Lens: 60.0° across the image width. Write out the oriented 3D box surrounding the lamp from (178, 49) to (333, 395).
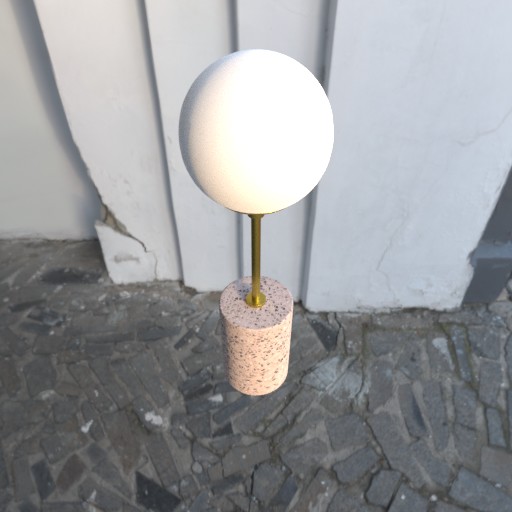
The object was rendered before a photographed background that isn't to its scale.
[{"bbox_3d":[0.000,0.000,0.552,0.153,0.480,0.153,0,42,0],"label":"lamp"}]
